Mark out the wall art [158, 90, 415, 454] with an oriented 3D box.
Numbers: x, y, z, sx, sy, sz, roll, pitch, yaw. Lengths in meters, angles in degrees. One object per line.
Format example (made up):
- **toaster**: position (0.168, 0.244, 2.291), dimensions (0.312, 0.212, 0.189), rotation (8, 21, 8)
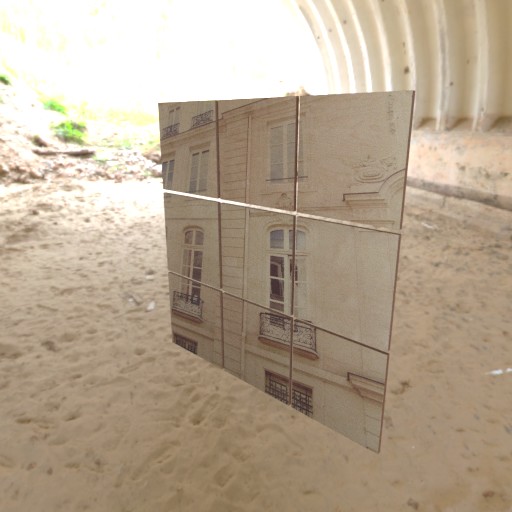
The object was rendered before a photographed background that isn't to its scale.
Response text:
- **wall art**: position (0.000, 0.000, 1.814), dimensions (1.221, 1.218, 0.024), rotation (15, 23, 41)
